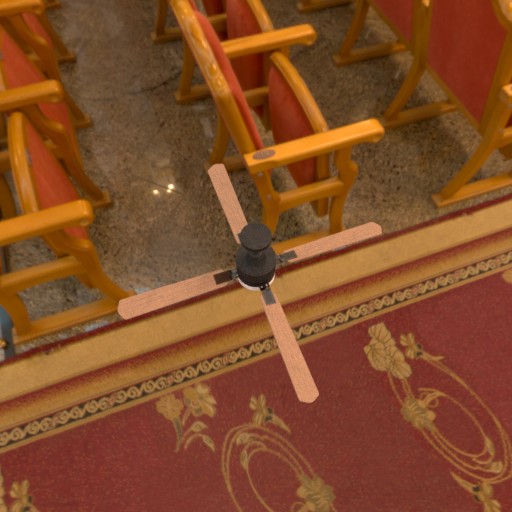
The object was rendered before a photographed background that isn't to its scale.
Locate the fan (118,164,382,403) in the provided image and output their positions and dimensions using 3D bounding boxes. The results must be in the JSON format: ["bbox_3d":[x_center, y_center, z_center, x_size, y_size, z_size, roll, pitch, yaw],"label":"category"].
[{"bbox_3d":[0.000,0.000,2.007,1.320,0.355,1.320,-18,63,-9],"label":"fan"}]
